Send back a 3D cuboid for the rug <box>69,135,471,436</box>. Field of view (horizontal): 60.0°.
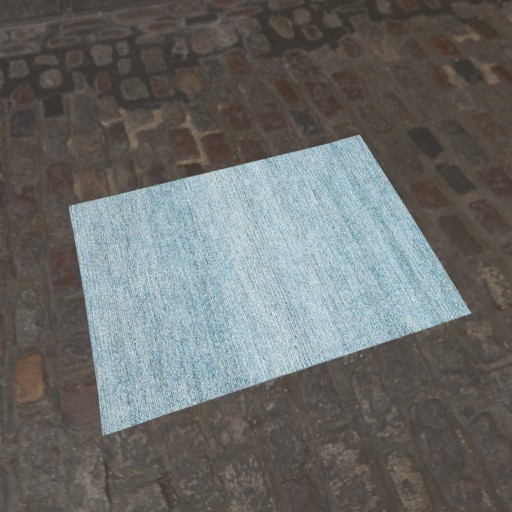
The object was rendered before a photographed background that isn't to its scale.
[{"bbox_3d":[0.000,0.000,2.918,2.260,0.026,1.611,-16,60,-9],"label":"rug"}]
